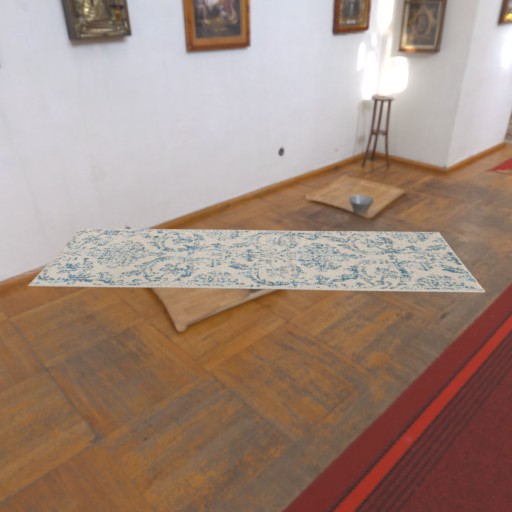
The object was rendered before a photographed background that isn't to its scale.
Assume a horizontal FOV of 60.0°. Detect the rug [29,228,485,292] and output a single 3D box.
[{"bbox_3d":[0.000,0.000,2.418,2.196,0.011,0.662,1,28,1],"label":"rug"}]
